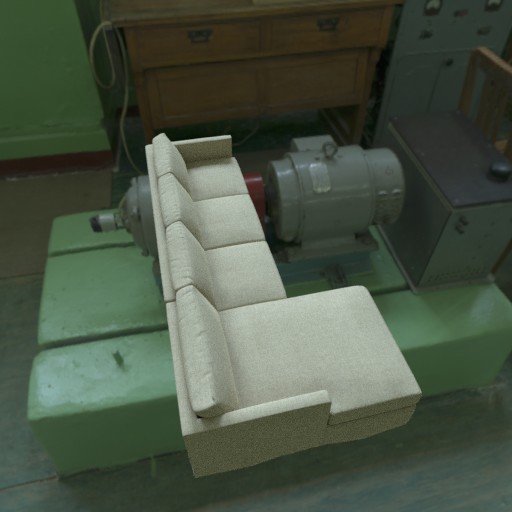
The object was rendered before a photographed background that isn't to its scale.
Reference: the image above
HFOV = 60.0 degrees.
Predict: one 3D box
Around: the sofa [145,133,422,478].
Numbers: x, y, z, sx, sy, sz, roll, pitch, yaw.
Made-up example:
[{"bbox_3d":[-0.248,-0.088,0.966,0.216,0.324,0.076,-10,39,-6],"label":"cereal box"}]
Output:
[{"bbox_3d":[0.000,0.000,3.940,1.650,0.922,3.205,-10,47,-9],"label":"sofa"}]
